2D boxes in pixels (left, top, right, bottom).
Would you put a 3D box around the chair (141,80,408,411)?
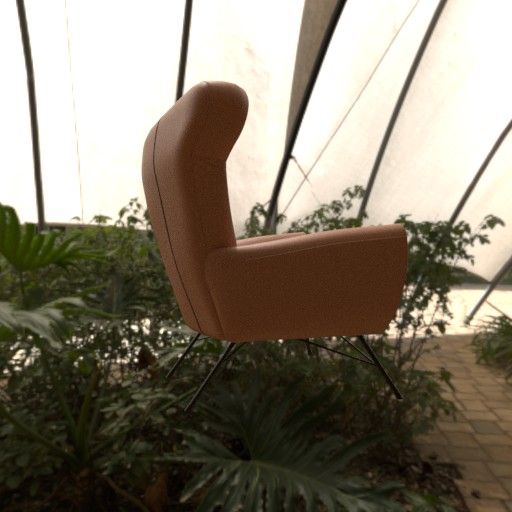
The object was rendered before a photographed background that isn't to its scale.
[{"bbox_3d":[0.000,0.000,1.809,0.900,1.050,0.980,0,1,-20],"label":"chair"}]
